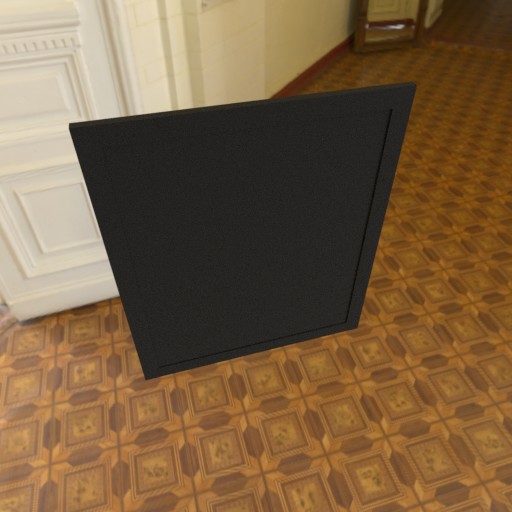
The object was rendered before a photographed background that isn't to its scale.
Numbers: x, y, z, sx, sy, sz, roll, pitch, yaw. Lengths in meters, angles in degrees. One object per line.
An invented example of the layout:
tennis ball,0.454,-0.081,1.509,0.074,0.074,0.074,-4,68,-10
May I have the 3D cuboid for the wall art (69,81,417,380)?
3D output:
wall art,0.000,0.000,0.507,0.311,0.361,0.010,-11,44,-12
